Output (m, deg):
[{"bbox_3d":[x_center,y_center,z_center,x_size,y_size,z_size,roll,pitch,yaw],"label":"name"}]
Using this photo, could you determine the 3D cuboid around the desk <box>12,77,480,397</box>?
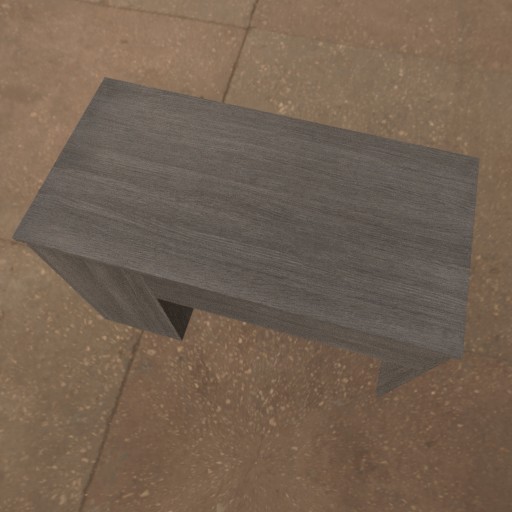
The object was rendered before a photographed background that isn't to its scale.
[{"bbox_3d":[0.000,0.000,1.479,1.097,0.735,0.560,14,66,7],"label":"desk"}]
